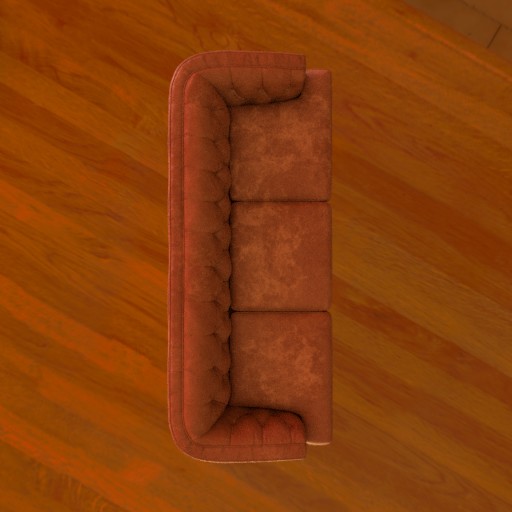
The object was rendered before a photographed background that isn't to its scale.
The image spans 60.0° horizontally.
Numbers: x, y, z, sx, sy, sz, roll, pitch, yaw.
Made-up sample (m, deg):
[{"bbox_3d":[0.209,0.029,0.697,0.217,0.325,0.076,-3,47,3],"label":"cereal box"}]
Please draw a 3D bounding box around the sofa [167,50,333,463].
[{"bbox_3d":[0.000,0.000,2.675,0.922,0.791,2.257,0,89,0],"label":"sofa"}]
